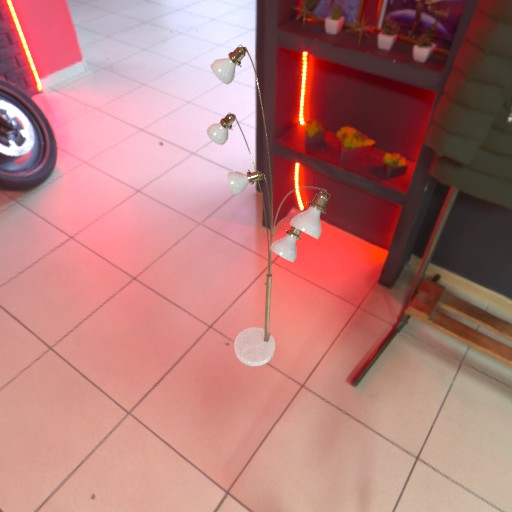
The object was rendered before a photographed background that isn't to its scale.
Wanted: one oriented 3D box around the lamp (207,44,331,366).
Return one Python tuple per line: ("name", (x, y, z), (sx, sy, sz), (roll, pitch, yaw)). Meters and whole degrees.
("lamp", (0.000, 0.000, 3.023), (0.361, 2.423, 1.405), (-16, 49, -15))
